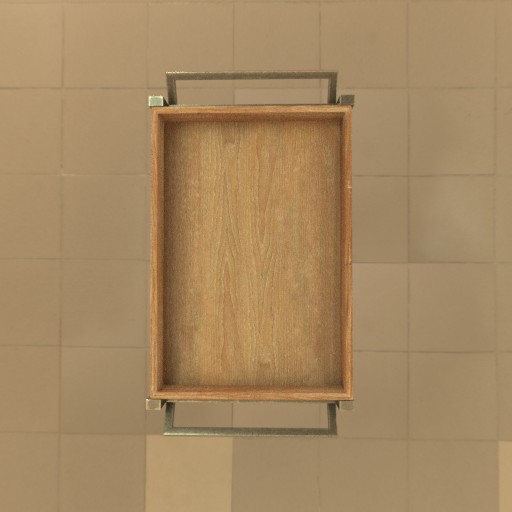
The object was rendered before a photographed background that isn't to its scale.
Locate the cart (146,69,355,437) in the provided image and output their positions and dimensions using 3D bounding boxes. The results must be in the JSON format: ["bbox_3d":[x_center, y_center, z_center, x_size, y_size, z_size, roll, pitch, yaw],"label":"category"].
[{"bbox_3d":[0.000,0.000,1.203,0.377,0.835,0.673,0,89,1],"label":"cart"}]
